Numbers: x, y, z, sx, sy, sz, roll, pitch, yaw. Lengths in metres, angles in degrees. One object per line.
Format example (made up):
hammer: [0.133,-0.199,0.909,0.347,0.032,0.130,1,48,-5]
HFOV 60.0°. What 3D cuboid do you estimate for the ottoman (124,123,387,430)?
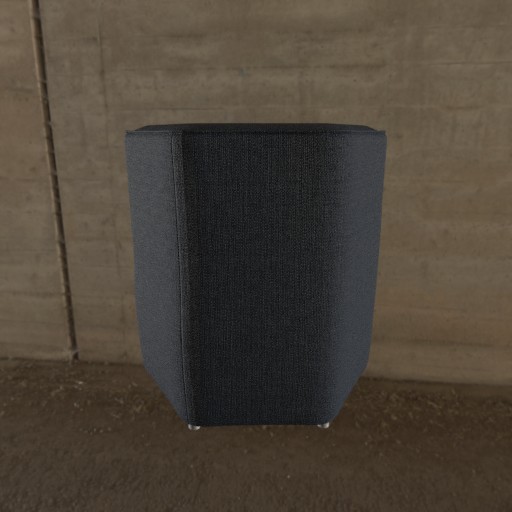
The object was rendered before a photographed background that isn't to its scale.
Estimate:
ottoman: [0.000,0.000,0.892,0.454,0.505,0.492,-8,17,-26]
